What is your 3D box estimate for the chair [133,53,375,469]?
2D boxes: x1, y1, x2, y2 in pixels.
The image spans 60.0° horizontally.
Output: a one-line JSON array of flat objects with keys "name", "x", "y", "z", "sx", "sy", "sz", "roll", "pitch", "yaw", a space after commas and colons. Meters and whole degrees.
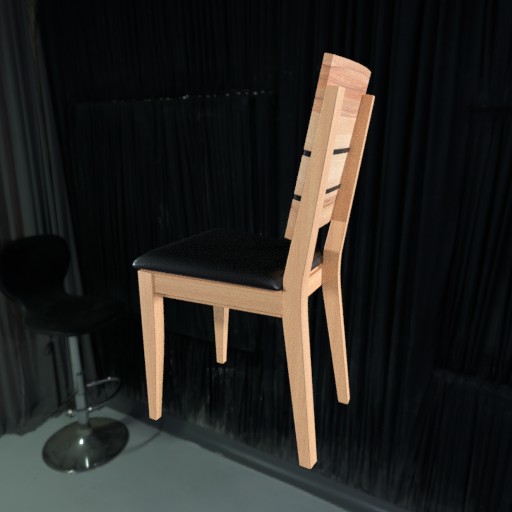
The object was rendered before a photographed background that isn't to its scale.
[{"name": "chair", "x": 0.000, "y": 0.000, "z": 1.202, "sx": 0.520, "sy": 0.940, "sz": 0.410, "roll": 8, "pitch": 18, "yaw": 26}]
